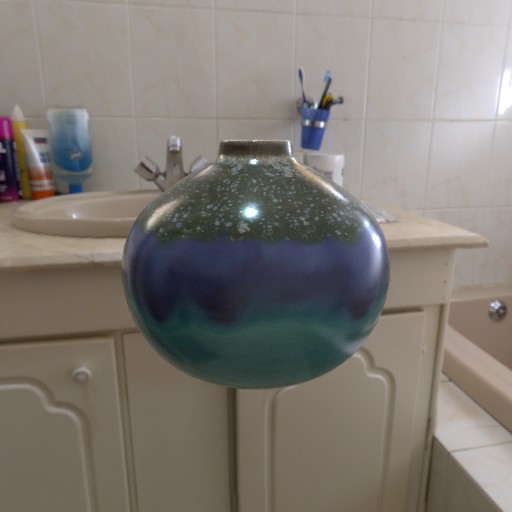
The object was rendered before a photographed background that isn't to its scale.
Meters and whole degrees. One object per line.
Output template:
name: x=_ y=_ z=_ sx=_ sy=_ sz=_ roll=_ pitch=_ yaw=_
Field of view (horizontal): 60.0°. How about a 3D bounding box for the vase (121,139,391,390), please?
vase: x=0.000 y=0.000 z=0.262 sx=0.154 sy=0.133 sz=0.154 roll=0 pitch=15 yaw=0
